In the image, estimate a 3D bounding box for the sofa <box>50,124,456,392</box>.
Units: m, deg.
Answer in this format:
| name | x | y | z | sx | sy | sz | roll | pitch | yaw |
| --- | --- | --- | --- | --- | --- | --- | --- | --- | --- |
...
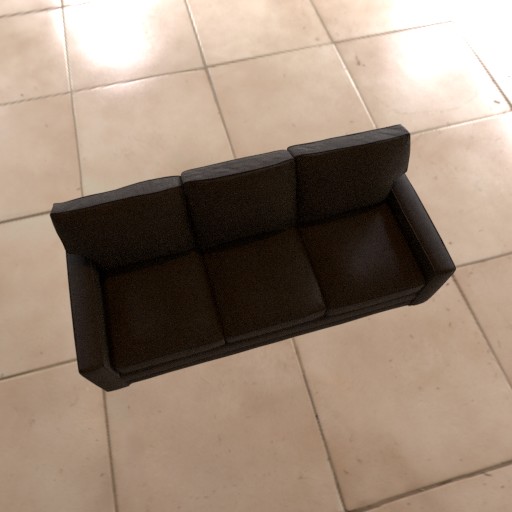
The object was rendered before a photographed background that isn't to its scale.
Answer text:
| name | x | y | z | sx | sy | sz | roll | pitch | yaw |
| --- | --- | --- | --- | --- | --- | --- | --- | --- | --- |
| sofa | 0.000 | 0.000 | 2.937 | 2.369 | 0.978 | 1.004 | -14 | 64 | -7 |
